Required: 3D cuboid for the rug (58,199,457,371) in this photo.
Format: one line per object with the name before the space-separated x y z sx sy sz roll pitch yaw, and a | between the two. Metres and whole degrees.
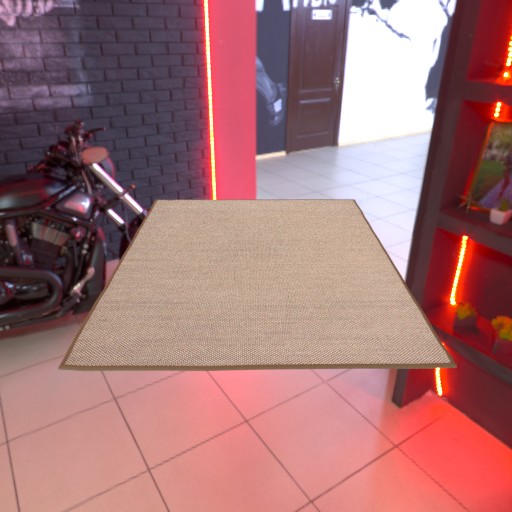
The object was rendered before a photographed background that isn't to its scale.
rug | 0.000 0.000 4.002 2.413 0.020 3.041 0 27 0
